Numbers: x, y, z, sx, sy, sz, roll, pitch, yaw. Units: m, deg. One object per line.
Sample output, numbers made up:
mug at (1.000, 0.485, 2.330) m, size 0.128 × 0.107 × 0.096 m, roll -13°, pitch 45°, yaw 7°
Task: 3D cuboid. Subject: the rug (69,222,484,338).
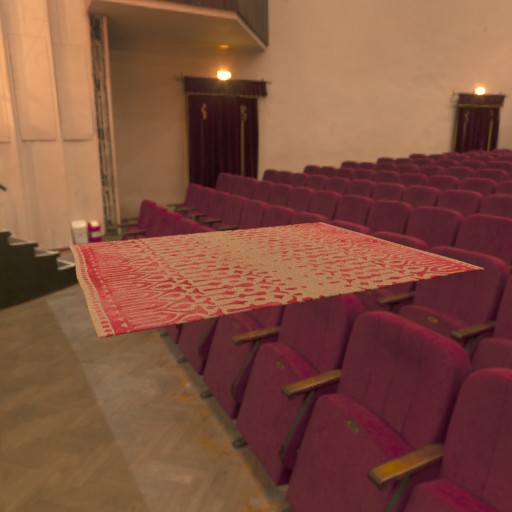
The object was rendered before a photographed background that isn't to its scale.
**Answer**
rug at (0.000, 0.000, 4.105) m, size 3.095 × 0.016 × 2.441 m, roll -7°, pitch 16°, yaw -25°
